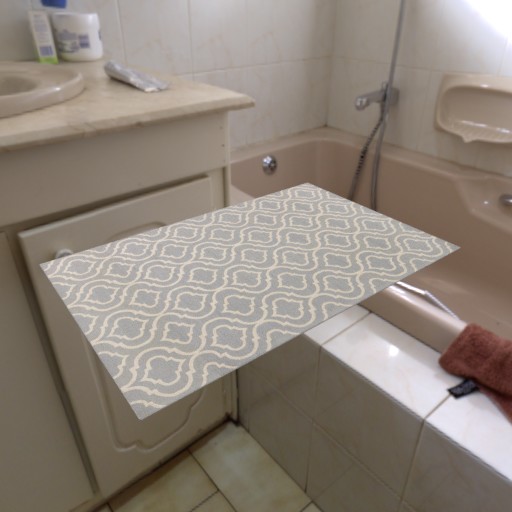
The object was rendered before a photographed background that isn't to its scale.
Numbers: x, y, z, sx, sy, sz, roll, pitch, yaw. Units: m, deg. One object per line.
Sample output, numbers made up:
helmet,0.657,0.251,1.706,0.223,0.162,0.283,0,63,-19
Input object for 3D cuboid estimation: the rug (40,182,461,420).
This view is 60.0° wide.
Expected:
rug,0.000,0.000,2.190,1.749,0.015,1.141,-21,37,-31
